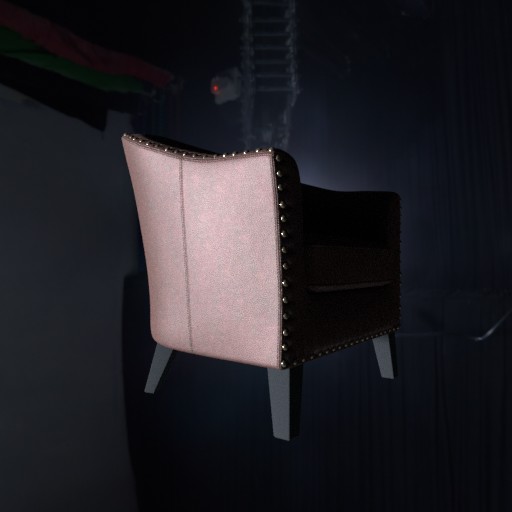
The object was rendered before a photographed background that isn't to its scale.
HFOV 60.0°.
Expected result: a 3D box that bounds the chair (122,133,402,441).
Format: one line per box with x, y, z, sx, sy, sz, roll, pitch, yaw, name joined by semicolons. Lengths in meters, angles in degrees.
0.000;0.000;1.432;0.748;0.823;0.794;-1;-1;37;chair
